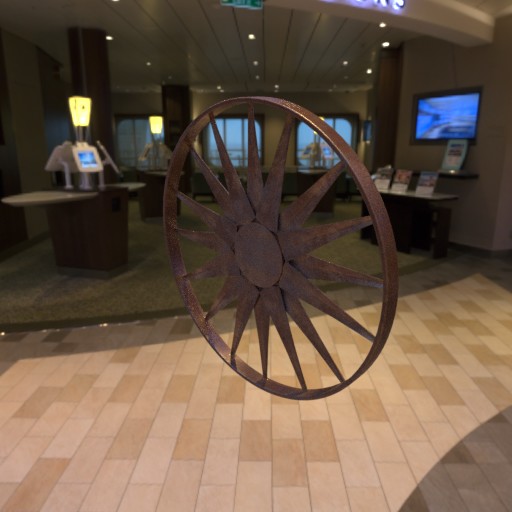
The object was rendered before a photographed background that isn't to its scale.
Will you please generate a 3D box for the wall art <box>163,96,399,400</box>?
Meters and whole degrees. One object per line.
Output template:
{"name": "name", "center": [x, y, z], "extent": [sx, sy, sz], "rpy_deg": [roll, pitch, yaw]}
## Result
{"name": "wall art", "center": [0.000, 0.000, 0.861], "extent": [0.084, 0.583, 0.582], "rpy_deg": [-14, 20, -43]}
